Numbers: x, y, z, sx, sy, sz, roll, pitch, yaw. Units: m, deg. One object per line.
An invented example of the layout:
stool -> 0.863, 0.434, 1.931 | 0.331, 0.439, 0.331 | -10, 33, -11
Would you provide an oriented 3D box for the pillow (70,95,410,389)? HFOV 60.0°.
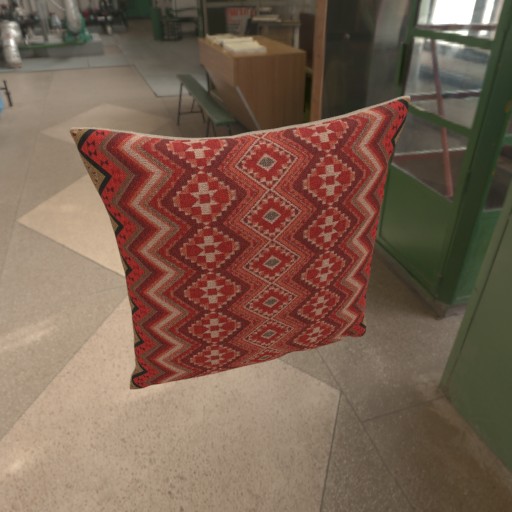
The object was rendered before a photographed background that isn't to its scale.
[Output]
pillow -> 0.000, 0.000, 0.782 | 0.513, 0.511, 0.158 | -10, 34, -15
